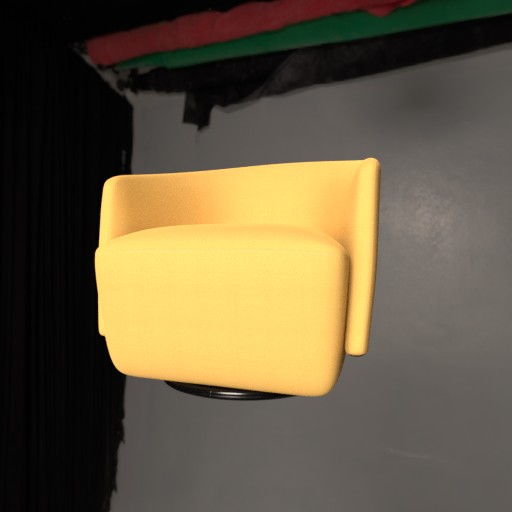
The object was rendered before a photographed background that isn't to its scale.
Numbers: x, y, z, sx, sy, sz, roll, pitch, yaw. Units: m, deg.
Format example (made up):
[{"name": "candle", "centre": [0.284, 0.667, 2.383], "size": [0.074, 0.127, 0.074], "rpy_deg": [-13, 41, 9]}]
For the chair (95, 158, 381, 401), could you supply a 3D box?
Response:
[{"name": "chair", "centre": [0.000, 0.000, 1.381], "size": [0.773, 0.698, 0.767], "rpy_deg": [0, 1, 20]}]
